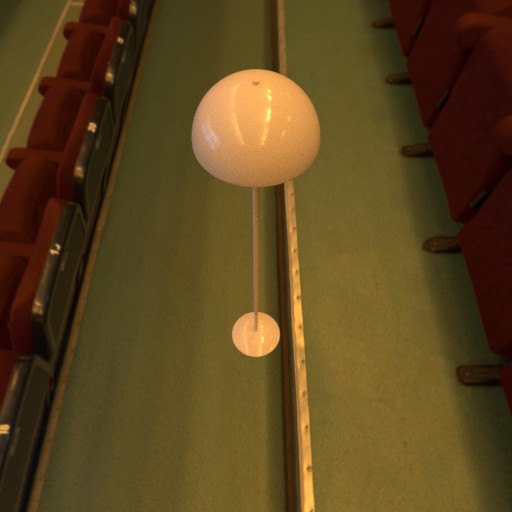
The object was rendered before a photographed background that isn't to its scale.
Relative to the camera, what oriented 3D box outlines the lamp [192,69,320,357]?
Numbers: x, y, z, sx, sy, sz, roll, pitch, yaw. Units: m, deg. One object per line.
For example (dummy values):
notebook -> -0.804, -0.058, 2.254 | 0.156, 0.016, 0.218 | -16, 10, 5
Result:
lamp -> 0.000, 0.000, 1.618 | 0.328, 1.480, 0.328 | 0, 58, 0
